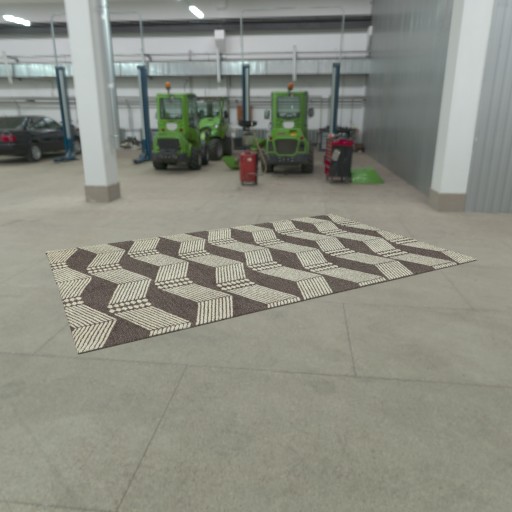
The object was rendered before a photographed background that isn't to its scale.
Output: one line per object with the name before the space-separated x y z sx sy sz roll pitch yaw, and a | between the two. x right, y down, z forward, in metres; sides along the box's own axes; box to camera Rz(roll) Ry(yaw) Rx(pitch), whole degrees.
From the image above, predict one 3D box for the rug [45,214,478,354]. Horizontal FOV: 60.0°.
rug | 0.000 0.000 2.934 2.435 0.011 1.517 -10 20 -27
